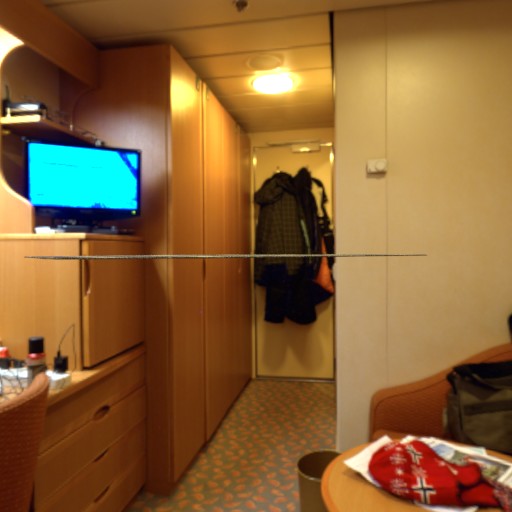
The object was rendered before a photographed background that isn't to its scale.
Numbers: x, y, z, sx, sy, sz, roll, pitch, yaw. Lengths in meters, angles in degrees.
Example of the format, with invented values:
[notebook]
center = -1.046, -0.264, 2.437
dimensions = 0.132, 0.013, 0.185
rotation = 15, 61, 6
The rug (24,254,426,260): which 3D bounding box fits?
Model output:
[rug]
center = 0.000, 0.000, 2.711
dimensions = 2.434, 0.012, 0.760
rotation = 0, 1, -36
